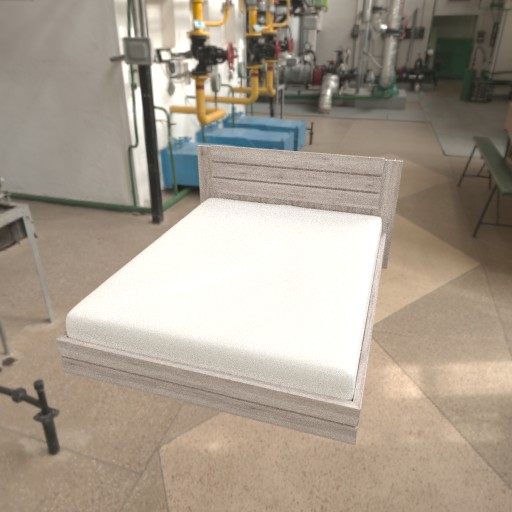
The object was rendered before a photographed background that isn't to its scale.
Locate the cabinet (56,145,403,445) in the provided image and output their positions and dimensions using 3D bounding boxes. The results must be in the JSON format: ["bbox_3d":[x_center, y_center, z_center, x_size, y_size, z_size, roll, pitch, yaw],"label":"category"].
[{"bbox_3d":[0.000,0.000,3.038,1.750,0.970,2.080,8,28,16],"label":"cabinet"}]
